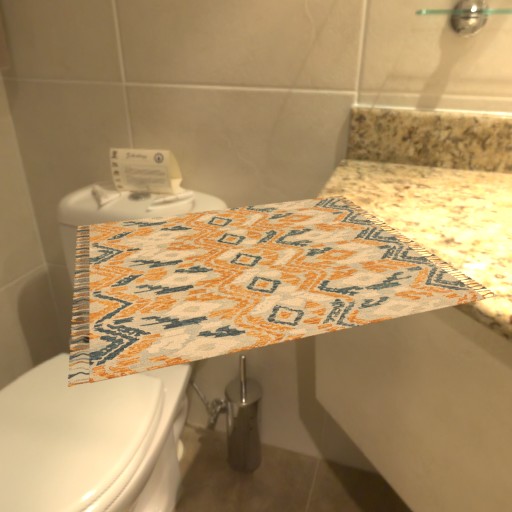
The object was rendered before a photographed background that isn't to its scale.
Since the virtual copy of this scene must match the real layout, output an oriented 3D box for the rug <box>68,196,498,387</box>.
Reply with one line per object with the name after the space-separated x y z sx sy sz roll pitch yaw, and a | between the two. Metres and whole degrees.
0.000 0.000 3.940 3.048 0.010 2.439 -9 28 -17 | rug
